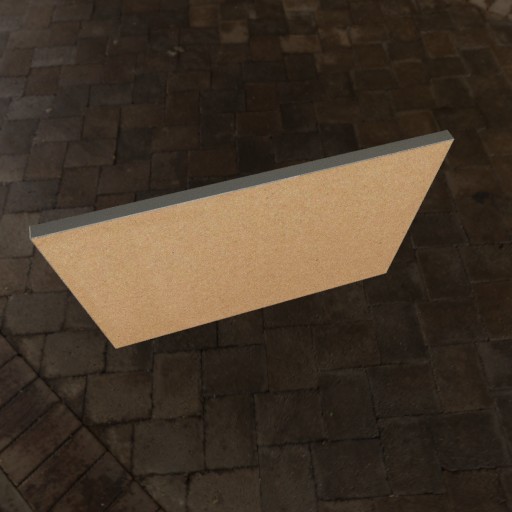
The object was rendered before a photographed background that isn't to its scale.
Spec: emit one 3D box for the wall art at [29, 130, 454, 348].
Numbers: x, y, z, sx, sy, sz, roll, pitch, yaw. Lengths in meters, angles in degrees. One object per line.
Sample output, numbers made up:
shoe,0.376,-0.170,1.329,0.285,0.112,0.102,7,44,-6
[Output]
wall art,0.000,0.000,0.797,0.615,0.410,0.021,-15,60,-9
